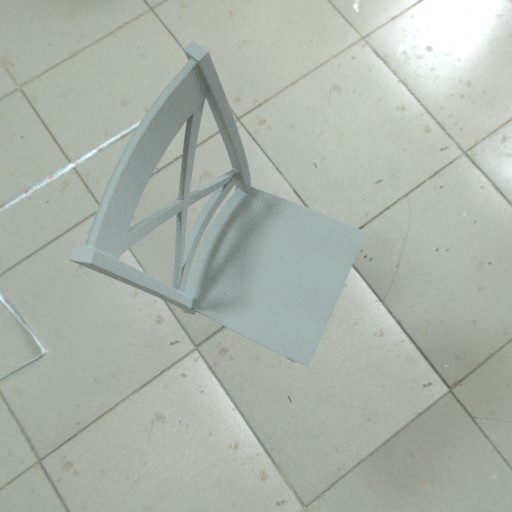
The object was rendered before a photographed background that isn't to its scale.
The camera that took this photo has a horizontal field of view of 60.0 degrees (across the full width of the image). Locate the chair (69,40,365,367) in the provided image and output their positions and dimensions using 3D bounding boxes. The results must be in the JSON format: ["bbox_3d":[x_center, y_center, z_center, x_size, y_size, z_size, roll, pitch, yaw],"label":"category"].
[{"bbox_3d":[0.000,0.000,1.275,0.542,0.983,0.485,24,78,5],"label":"chair"}]
